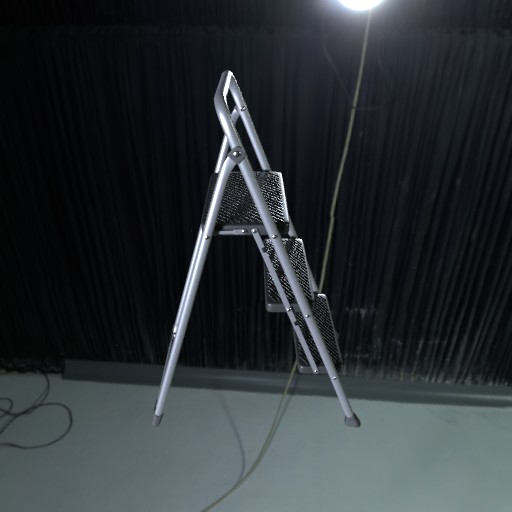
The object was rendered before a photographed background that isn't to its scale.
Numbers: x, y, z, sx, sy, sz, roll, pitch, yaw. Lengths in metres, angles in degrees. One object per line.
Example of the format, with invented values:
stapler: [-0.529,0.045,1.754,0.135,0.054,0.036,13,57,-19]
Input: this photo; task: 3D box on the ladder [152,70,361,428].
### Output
ladder: [0.000,0.000,1.263,0.629,0.945,0.430,0,31,0]
